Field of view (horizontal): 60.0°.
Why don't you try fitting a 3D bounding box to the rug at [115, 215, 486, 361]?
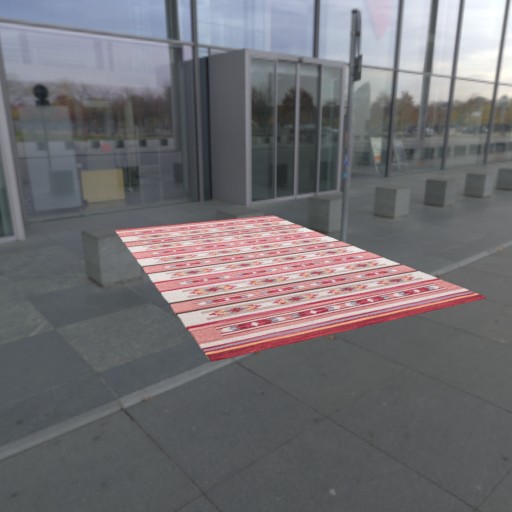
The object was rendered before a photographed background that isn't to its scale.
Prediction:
[{"bbox_3d":[0.000,0.000,3.067,1.535,0.010,2.431,-8,18,-24],"label":"rug"}]
